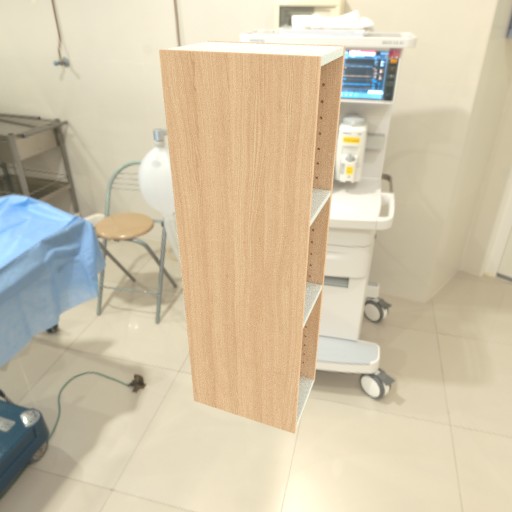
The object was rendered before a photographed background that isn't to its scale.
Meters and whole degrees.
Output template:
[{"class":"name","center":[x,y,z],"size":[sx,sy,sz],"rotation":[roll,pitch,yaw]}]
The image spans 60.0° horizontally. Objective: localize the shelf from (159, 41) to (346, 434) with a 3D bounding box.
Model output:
[{"class":"shelf","center":[0.000,0.000,1.033],"size":[0.290,0.882,0.197],"rotation":[11,32,19]}]
